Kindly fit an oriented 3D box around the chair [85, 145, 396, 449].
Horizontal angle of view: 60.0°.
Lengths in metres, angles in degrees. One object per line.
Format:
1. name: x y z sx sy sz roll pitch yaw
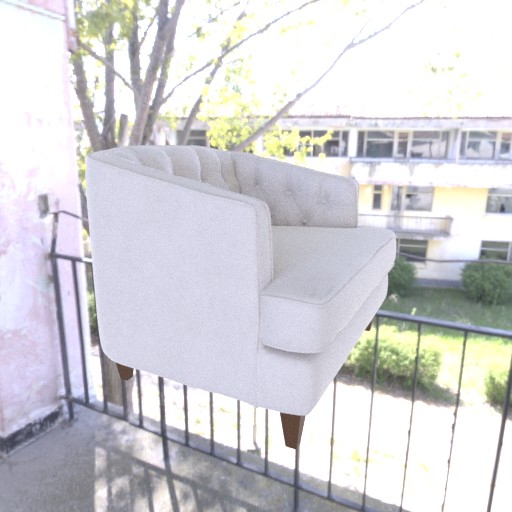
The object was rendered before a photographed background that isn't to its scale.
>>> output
1. chair: 0.000 0.000 1.751 0.941 0.852 1.104 7 15 26
